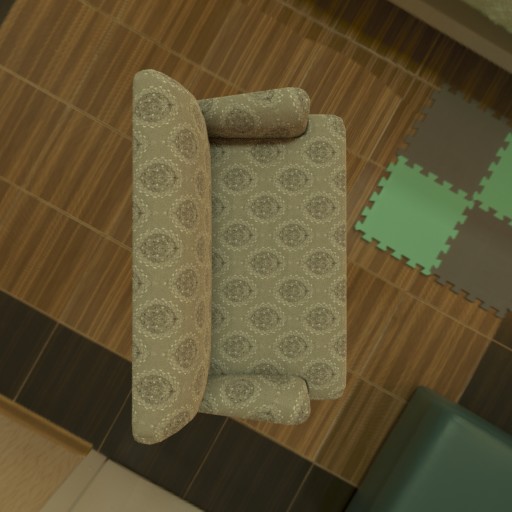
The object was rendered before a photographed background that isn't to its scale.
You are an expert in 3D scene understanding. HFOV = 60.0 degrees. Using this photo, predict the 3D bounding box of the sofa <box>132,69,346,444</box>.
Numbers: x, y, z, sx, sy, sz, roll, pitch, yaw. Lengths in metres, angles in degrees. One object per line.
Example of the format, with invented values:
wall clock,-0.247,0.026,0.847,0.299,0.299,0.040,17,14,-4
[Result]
sofa,0.000,0.000,1.804,0.779,0.889,1.297,0,90,-1
